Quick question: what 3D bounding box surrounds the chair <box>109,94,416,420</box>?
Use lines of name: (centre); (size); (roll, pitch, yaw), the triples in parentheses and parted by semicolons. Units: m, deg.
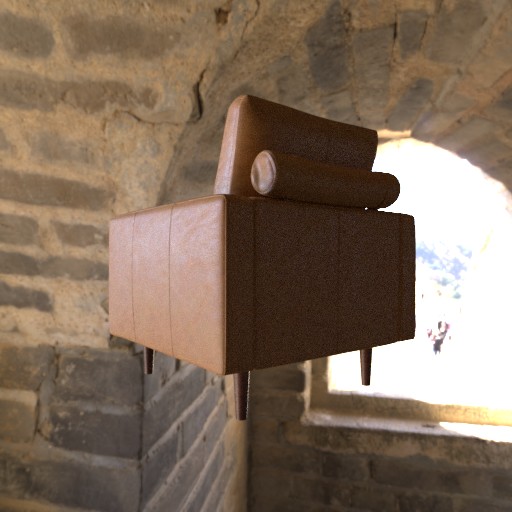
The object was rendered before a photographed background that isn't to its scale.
chair: (0.000, 0.000, 1.606); (0.831, 0.896, 0.868); (0, 0, -38)
